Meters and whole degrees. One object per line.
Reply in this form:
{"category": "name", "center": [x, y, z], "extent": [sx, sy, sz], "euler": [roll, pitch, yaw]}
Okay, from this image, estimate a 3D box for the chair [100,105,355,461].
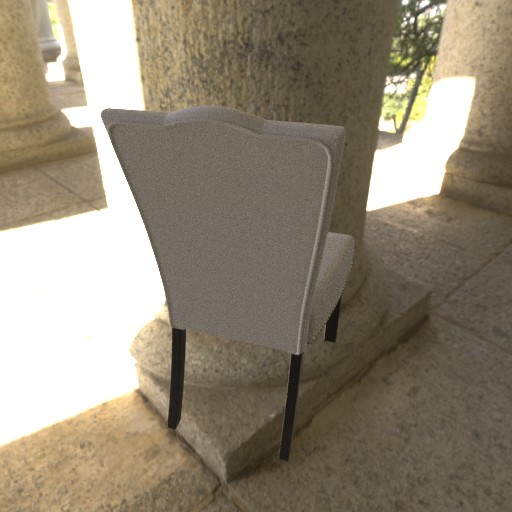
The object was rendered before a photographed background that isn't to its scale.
{"category": "chair", "center": [0.000, 0.000, 1.278], "extent": [0.518, 0.946, 0.589], "euler": [9, 32, 15]}
